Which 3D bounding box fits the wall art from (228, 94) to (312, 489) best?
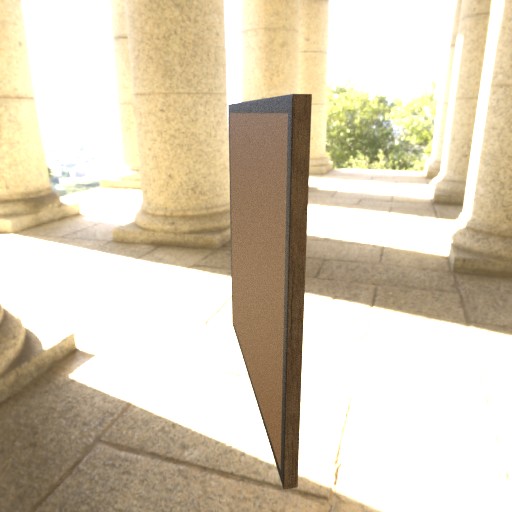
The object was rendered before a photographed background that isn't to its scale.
[{"bbox_3d":[0.000,0.000,1.045,0.029,0.691,0.695,-3,18,-10],"label":"wall art"}]
